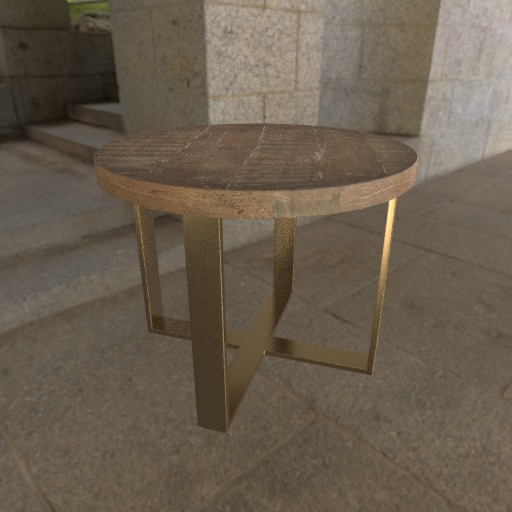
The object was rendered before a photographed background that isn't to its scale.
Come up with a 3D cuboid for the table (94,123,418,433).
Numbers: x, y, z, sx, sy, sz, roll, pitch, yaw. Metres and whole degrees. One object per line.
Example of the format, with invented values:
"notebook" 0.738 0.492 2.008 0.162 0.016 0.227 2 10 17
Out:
"table" 0.000 0.000 0.894 0.557 0.437 0.557 0 25 0
